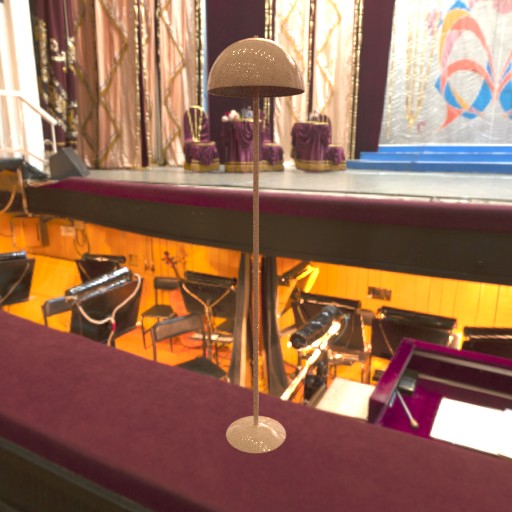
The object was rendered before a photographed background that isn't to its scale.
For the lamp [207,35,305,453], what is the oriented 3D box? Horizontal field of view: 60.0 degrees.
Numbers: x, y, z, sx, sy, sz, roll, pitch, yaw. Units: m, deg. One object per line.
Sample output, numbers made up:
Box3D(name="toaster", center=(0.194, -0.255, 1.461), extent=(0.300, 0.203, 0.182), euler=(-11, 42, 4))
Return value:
Box3D(name="lamp", center=(0.000, 0.000, 1.623), extent=(0.328, 1.480, 0.328), euler=(7, 15, 27))
